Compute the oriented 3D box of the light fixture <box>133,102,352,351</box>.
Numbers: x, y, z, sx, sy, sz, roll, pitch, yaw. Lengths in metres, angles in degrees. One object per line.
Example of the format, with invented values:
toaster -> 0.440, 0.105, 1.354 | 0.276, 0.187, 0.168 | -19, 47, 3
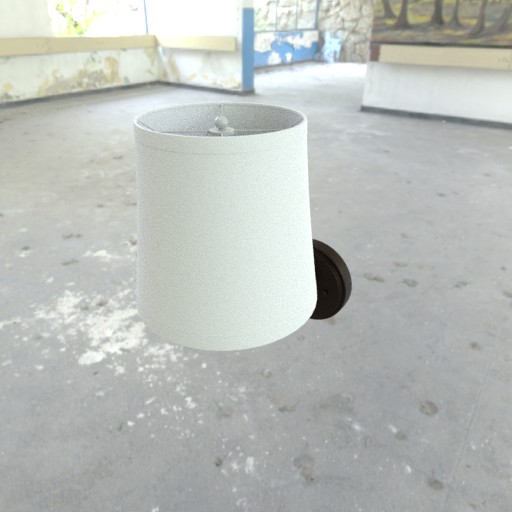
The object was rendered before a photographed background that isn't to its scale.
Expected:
light fixture -> 0.000, 0.000, 0.266 | 0.100, 0.172, 0.157 | 19, 34, 30
